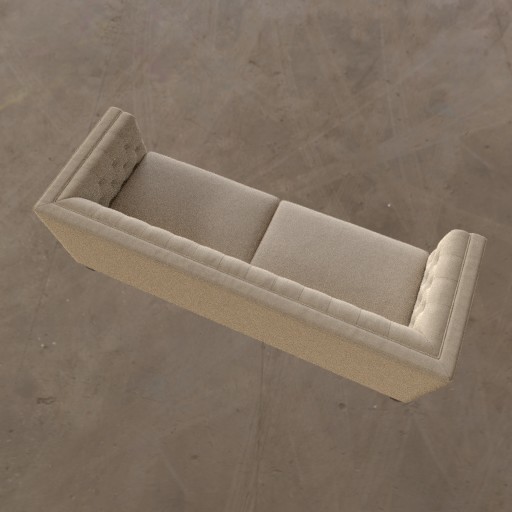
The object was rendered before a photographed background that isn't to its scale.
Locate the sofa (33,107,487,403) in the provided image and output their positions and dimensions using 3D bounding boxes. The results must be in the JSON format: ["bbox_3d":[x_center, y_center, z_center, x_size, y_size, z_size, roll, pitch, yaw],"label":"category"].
[{"bbox_3d":[0.000,0.000,2.550,2.159,0.762,0.775,21,66,10],"label":"sofa"}]
